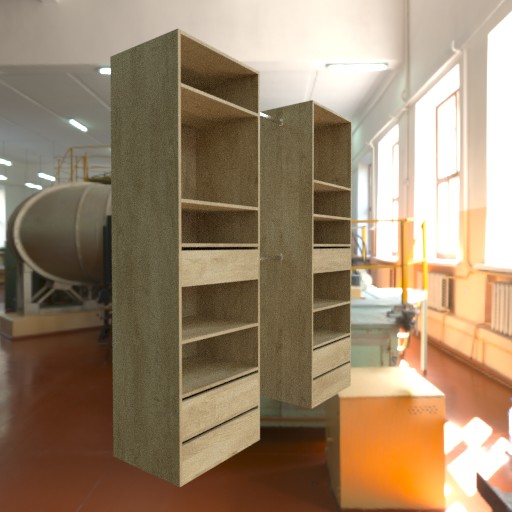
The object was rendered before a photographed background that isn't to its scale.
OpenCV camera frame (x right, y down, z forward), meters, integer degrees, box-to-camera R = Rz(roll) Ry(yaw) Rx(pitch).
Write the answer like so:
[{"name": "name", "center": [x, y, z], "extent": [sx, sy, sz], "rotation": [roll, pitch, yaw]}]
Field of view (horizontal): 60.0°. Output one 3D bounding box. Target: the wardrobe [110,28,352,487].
[{"name": "wardrobe", "center": [0.000, 0.000, 2.784], "extent": [0.480, 2.000, 1.770], "rotation": [1, 2, 37]}]
